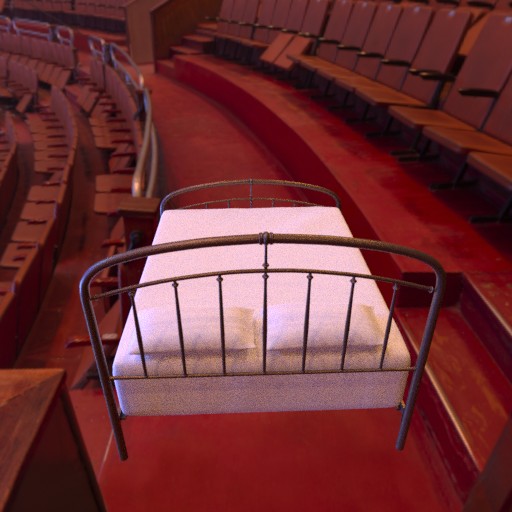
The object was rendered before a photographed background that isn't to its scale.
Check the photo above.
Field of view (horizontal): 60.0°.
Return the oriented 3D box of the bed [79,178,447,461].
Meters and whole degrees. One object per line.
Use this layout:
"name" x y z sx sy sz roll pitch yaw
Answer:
"bed" 0.000 0.000 3.175 1.711 1.475 2.168 -1 30 -2
